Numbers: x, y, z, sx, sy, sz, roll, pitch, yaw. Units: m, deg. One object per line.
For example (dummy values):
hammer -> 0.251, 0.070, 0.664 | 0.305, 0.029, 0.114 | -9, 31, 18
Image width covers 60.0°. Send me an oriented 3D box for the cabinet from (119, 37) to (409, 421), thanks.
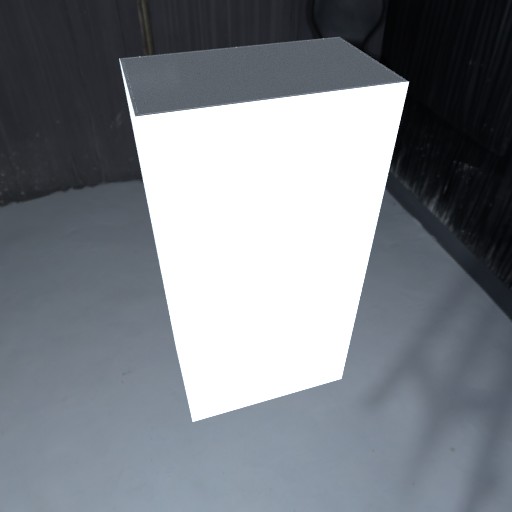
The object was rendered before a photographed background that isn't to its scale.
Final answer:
cabinet -> 0.000, 0.000, 2.342 | 0.980, 1.920, 0.580 | -12, 43, -13
